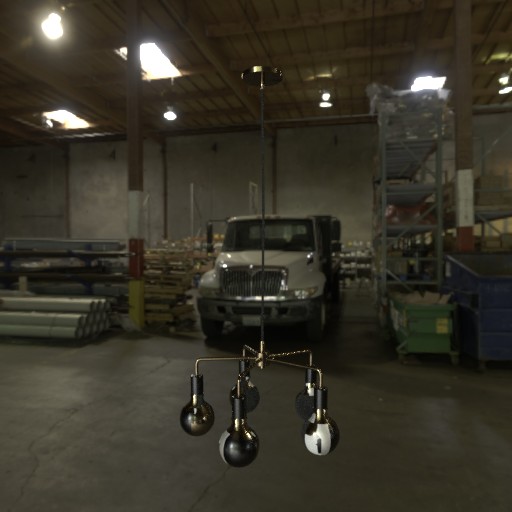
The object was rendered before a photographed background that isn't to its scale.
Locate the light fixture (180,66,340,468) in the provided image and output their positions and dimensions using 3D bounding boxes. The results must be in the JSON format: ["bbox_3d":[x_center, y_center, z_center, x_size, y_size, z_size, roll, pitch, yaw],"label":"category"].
[{"bbox_3d":[0.000,0.000,1.214,0.421,0.988,0.438,0,1,1],"label":"light fixture"}]
